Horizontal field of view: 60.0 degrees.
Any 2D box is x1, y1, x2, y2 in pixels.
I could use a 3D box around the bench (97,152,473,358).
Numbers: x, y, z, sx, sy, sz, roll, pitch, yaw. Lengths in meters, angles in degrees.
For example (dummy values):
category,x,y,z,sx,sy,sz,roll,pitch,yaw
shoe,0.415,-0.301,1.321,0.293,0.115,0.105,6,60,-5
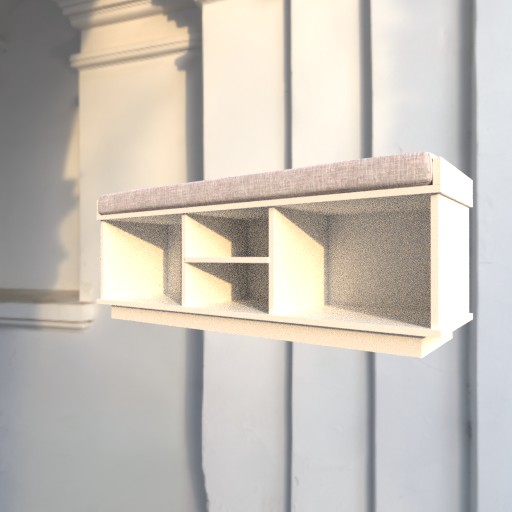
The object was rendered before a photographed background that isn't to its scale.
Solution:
category,x,y,z,sx,sy,sz,roll,pitch,yaw
bench,0.000,0.000,1.412,1.196,0.453,0.363,0,0,36
